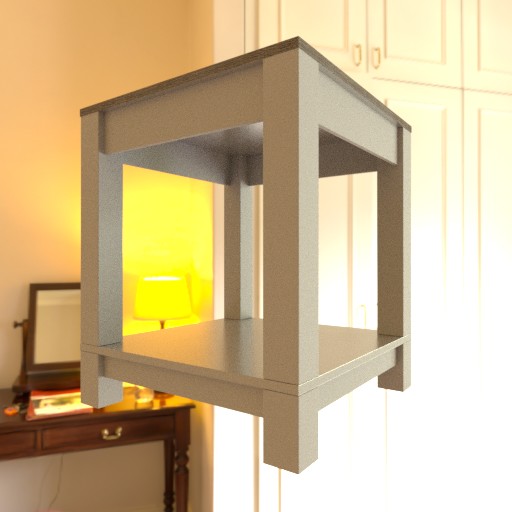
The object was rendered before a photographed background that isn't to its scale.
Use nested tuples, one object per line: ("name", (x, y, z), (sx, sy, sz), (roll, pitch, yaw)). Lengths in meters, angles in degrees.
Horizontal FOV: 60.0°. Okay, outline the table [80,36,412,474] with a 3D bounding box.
("table", (0.000, 0.000, 0.945), (0.504, 0.587, 0.506), (0, 0, 36))
